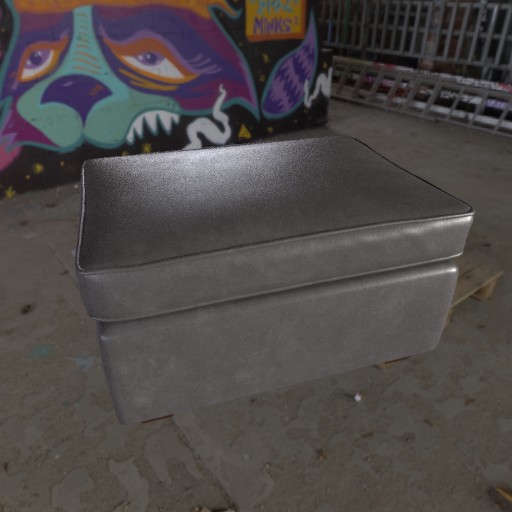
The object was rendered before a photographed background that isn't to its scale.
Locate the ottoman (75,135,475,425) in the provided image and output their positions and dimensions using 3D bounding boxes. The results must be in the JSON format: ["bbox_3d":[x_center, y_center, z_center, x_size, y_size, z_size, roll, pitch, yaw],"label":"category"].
[{"bbox_3d":[0.000,0.000,1.079,0.756,0.445,0.554,-9,32,-15],"label":"ottoman"}]
